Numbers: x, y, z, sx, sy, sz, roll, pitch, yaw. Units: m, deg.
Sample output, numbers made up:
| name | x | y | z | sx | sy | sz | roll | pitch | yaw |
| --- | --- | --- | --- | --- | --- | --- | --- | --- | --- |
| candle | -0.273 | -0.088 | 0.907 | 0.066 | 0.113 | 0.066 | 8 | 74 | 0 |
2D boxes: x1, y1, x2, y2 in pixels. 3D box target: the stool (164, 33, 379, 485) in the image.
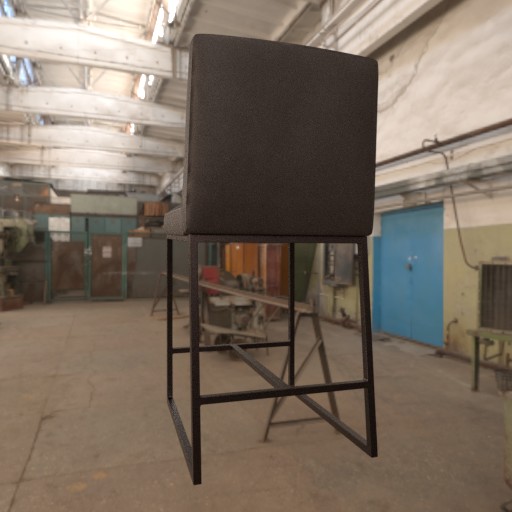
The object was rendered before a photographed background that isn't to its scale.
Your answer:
| name | x | y | z | sx | sy | sz | roll | pitch | yaw |
| --- | --- | --- | --- | --- | --- | --- | --- | --- | --- |
| stool | 0.000 | 0.000 | 1.235 | 0.463 | 0.946 | 0.562 | 0 | 0 | -17 |
